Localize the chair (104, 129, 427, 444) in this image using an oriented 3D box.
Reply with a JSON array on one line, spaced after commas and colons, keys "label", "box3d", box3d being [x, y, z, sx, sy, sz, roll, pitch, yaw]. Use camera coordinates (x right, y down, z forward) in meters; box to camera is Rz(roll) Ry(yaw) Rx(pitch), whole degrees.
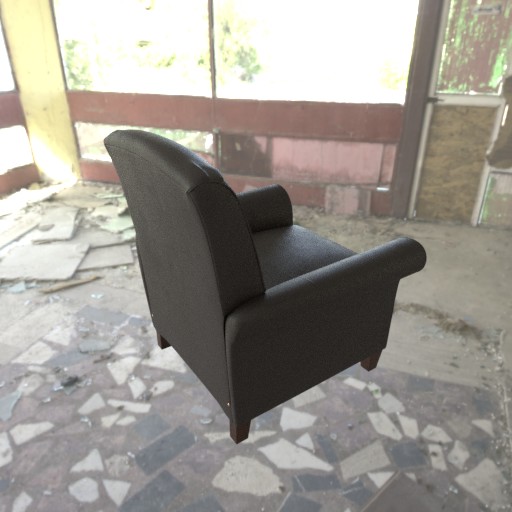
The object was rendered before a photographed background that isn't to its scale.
[{"label": "chair", "box3d": [0.000, 0.000, 1.812, 0.902, 1.061, 0.978, -17, 31, -31]}]
